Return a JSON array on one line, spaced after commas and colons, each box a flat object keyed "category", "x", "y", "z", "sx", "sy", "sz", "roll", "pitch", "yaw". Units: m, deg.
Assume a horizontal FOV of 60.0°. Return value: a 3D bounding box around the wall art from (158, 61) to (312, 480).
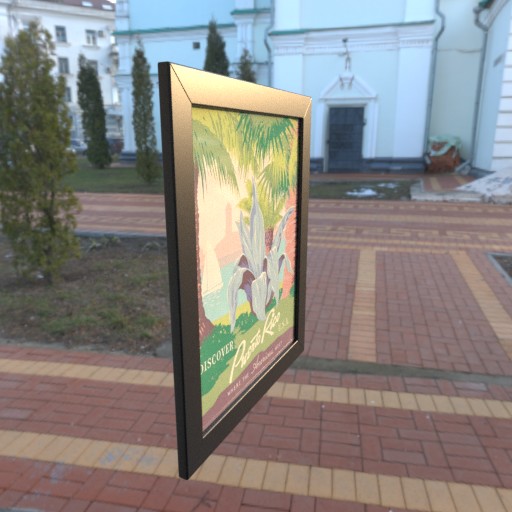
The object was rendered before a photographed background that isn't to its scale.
[{"category": "wall art", "x": 0.000, "y": 0.000, "z": 0.800, "sx": 0.018, "sy": 0.582, "sz": 0.481, "roll": 7, "pitch": 16, "yaw": 26}]
